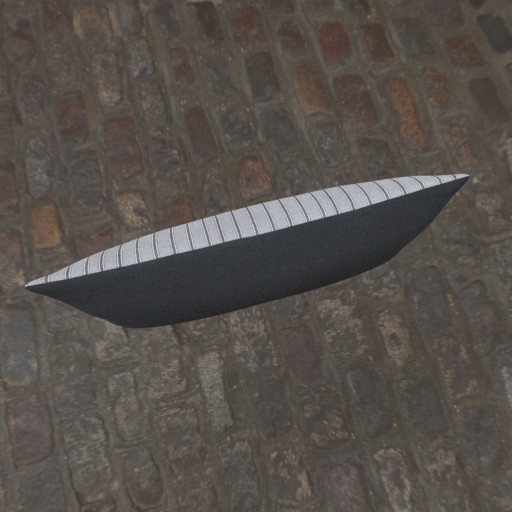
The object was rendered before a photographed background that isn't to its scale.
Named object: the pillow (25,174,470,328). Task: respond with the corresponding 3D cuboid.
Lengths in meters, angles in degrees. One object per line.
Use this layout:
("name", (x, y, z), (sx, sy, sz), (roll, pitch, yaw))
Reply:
("pillow", (0.000, 0.000, 0.727), (0.609, 0.305, 0.151), (-15, 77, -3))
